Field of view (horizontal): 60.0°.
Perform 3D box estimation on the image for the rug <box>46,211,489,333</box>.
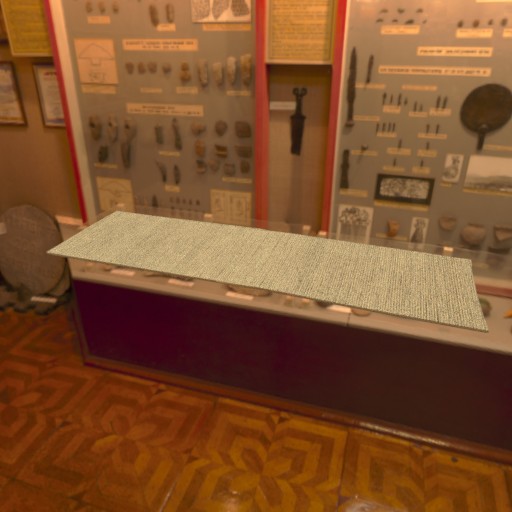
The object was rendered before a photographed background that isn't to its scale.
[{"bbox_3d":[0.000,0.000,2.498,2.320,0.032,0.692,9,28,17],"label":"rug"}]
